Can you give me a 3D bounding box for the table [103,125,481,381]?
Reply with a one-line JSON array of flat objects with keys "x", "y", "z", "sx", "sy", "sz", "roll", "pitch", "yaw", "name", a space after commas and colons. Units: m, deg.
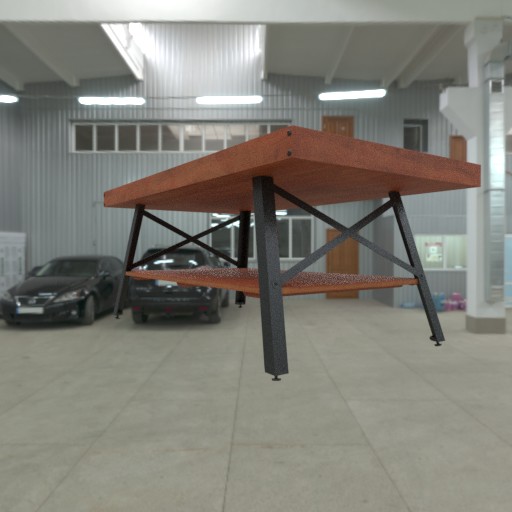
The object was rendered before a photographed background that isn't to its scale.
[{"x": 0.000, "y": 0.000, "z": 1.358, "sx": 0.610, "sy": 0.457, "sz": 1.067, "roll": -1, "pitch": 1, "yaw": -35, "name": "table"}]
